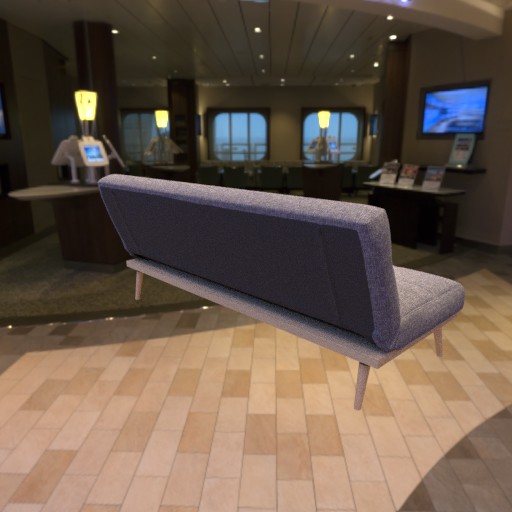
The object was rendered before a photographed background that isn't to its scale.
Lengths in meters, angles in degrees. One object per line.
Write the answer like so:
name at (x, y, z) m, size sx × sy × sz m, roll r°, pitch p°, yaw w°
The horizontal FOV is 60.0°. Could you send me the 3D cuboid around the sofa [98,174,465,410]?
sofa at (0.000, 0.000, 2.271) m, size 0.820 × 0.770 × 1.820 m, roll -14°, pitch 20°, yaw -42°
